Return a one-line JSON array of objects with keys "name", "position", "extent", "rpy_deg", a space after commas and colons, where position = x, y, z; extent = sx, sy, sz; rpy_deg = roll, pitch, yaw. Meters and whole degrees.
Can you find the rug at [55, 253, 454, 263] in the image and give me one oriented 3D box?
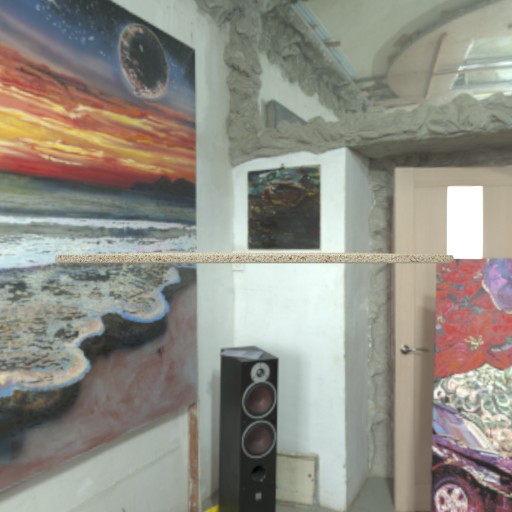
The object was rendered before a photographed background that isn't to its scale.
[{"name": "rug", "position": [0.000, 0.000, 2.108], "extent": [1.199, 0.025, 1.600], "rpy_deg": [0, 1, 0]}]
